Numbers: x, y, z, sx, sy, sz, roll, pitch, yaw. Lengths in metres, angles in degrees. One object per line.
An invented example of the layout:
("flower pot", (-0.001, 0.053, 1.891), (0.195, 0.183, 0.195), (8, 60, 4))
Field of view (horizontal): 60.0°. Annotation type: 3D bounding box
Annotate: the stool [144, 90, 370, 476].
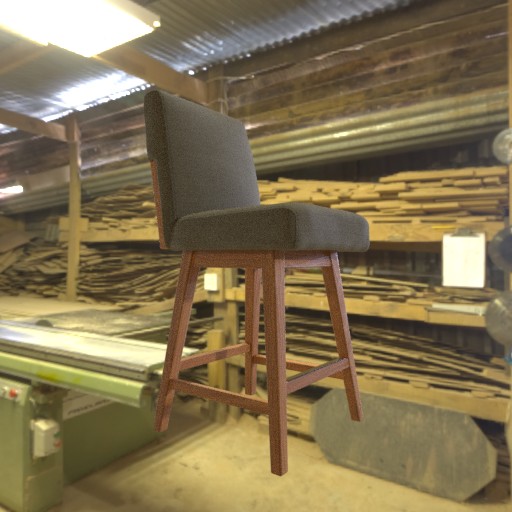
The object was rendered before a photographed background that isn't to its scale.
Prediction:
("stool", (0.000, 0.000, 1.353), (0.570, 1.019, 0.459), (0, 0, 37))
